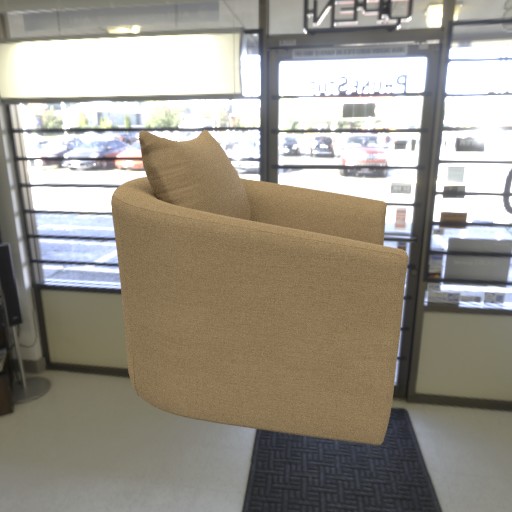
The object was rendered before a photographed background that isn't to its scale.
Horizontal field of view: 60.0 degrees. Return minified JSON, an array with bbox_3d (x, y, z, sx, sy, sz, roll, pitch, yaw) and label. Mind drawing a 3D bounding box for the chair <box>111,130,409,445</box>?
[{"bbox_3d":[0.000,0.000,1.547,0.910,0.848,0.845,3,16,12],"label":"chair"}]
